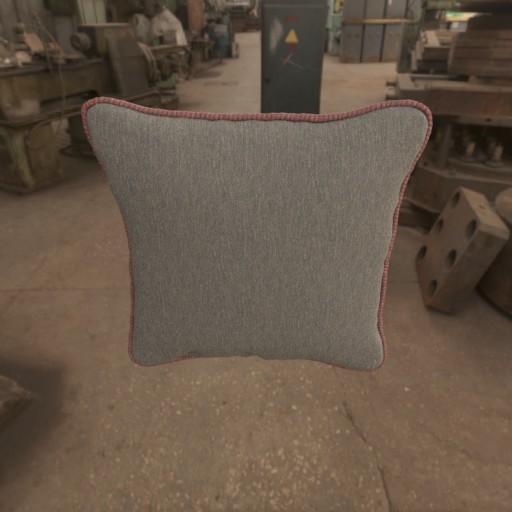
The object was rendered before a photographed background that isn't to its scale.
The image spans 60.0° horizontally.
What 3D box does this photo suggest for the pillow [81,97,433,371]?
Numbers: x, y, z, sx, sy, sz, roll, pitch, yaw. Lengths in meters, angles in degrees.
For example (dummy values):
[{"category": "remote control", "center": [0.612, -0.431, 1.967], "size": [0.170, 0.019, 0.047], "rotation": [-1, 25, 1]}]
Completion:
[{"category": "pillow", "center": [0.000, 0.000, 0.718], "size": [0.482, 0.491, 0.124], "rotation": [1, 30, 1]}]
